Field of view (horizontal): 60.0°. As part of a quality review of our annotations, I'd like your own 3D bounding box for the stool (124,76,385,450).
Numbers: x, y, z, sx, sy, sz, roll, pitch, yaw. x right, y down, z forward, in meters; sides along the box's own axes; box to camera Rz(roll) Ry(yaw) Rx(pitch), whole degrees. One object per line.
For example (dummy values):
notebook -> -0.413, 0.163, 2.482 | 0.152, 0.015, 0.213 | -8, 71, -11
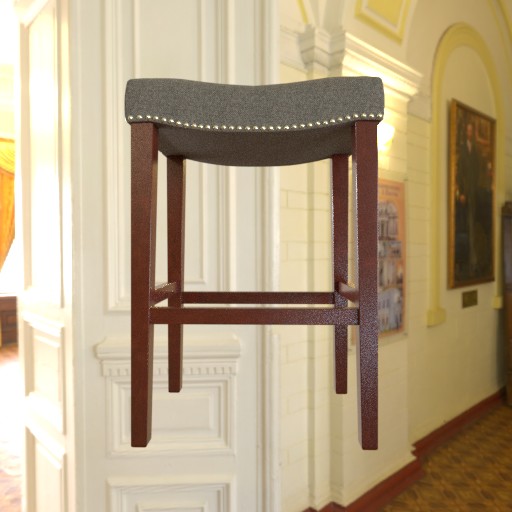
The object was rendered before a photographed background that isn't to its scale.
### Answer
stool -> 0.000, 0.000, 1.032 | 0.504, 0.742, 0.372 | 0, 1, 1
